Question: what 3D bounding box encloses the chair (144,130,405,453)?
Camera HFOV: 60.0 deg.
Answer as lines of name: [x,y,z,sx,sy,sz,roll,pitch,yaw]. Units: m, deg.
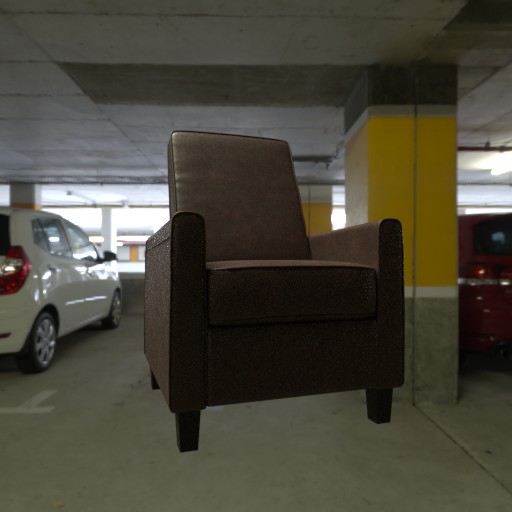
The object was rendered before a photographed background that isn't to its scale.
chair: [0.000,0.000,1.550,0.705,1.013,0.746,0,0,-19]
